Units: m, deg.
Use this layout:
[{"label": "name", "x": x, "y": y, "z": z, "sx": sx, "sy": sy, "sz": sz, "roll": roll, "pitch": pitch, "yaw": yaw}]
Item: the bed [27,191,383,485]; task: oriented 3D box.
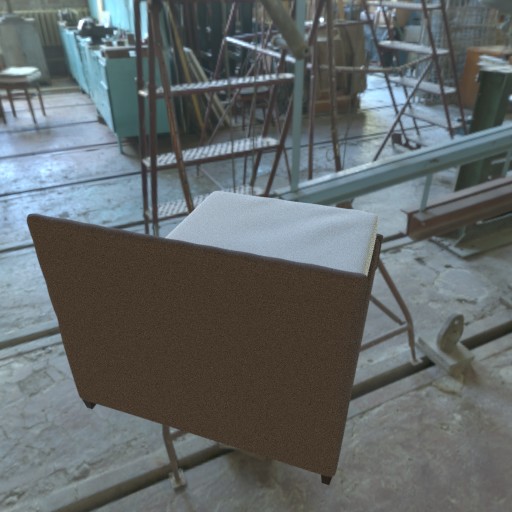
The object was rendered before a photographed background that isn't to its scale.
[{"label": "bed", "x": 0.000, "y": 0.000, "z": 3.216, "sx": 1.696, "sy": 1.426, "sz": 2.233, "roll": 10, "pitch": 34, "yaw": 16}]
